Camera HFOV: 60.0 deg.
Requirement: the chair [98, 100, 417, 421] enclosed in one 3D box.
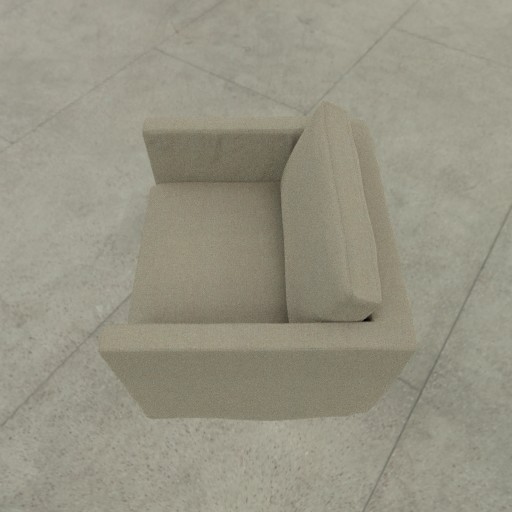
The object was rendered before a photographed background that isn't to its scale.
[{"bbox_3d":[0.000,0.000,1.761,0.949,0.863,1.057,0,56,0],"label":"chair"}]
